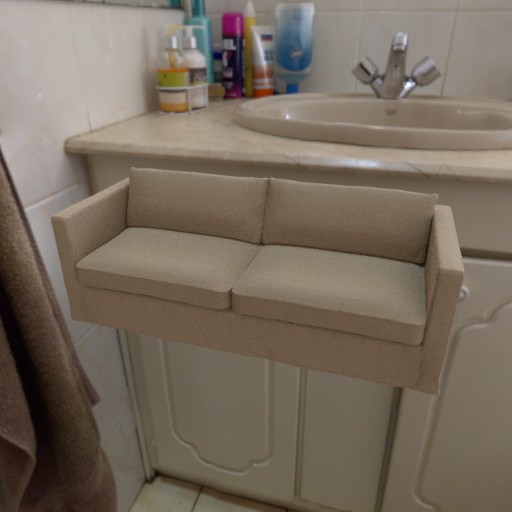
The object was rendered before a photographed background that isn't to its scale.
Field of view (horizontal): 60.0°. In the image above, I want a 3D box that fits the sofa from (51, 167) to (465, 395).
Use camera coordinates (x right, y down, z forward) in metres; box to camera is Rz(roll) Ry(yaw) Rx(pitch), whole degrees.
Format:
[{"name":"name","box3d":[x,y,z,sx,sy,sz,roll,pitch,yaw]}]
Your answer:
[{"name":"sofa","box3d":[0.000,0.000,2.815,2.312,0.853,0.962,8,28,16]}]
